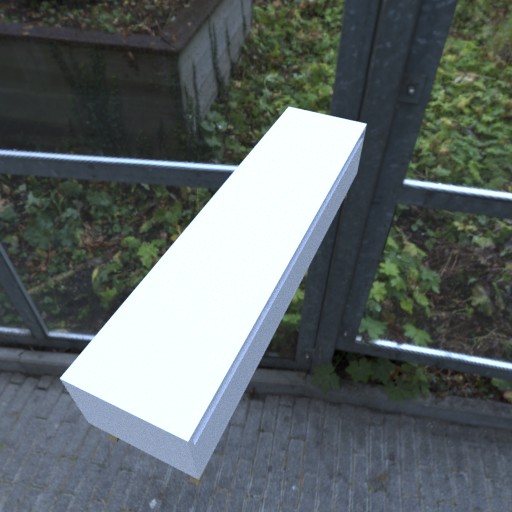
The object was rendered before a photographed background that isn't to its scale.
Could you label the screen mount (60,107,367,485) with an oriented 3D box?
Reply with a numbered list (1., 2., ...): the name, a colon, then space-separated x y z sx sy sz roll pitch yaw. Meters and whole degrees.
1. screen mount: 0.000 0.000 1.803 0.399 0.432 1.644 18 49 17
